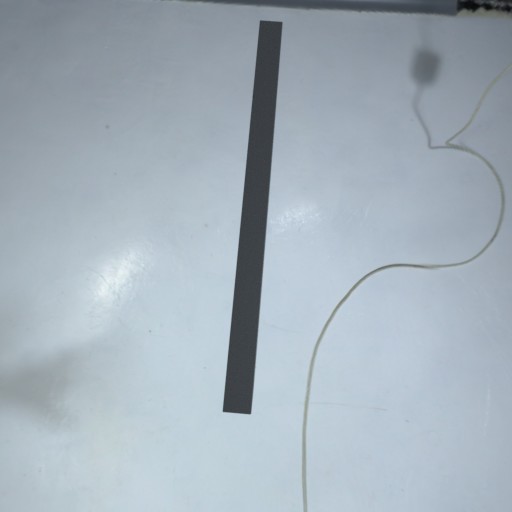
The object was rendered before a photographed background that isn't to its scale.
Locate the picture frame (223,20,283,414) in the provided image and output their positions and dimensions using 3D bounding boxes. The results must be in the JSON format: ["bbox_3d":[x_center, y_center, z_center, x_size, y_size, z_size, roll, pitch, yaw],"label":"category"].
[{"bbox_3d":[0.000,0.000,0.762,0.028,0.556,0.460,5,76,1],"label":"picture frame"}]
